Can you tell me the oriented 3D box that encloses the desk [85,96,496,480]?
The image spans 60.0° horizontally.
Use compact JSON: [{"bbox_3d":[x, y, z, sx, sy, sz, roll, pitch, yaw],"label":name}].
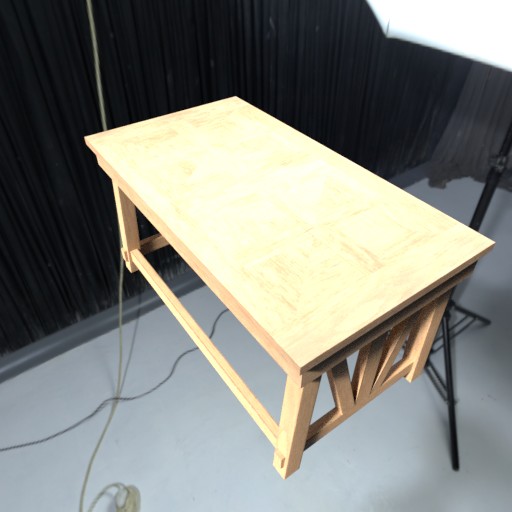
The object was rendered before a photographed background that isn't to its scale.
[{"bbox_3d":[0.000,0.000,1.949,0.813,0.762,1.499,-25,47,-26],"label":"desk"}]
